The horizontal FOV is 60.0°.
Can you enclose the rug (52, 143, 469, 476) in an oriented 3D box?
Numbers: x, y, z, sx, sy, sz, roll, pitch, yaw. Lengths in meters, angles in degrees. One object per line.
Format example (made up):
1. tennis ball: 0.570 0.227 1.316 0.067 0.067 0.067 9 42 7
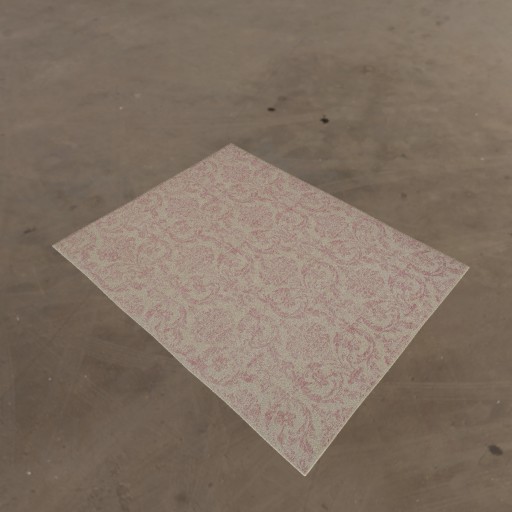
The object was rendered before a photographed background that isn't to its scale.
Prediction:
1. rug: 0.000 0.000 4.026 2.980 0.012 2.363 33 55 28
